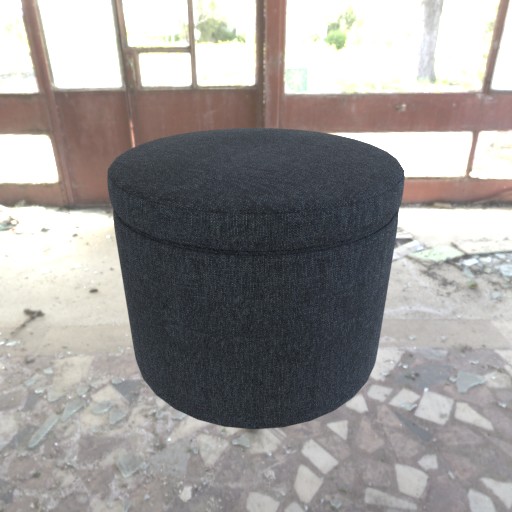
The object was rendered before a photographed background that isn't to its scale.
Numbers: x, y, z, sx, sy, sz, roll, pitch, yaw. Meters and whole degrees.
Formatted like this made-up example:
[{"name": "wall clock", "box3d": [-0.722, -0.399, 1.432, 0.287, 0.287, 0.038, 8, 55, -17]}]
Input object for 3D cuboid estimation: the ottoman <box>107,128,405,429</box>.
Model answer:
[{"name": "ottoman", "box3d": [0.000, 0.000, 0.855, 0.500, 0.419, 0.500, 0, 28, 0]}]
